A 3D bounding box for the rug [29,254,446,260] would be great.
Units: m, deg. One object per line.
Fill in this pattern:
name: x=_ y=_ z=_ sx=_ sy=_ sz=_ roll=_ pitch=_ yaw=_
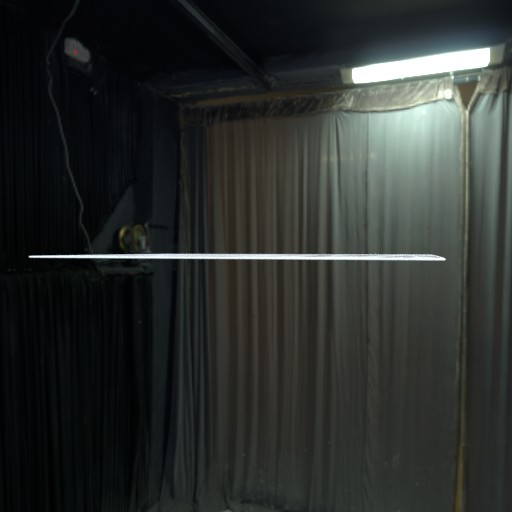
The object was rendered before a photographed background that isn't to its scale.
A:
rug: x=0.000 y=0.000 z=2.820 sx=2.142 sy=0.010 sz=1.533 roll=0 pitch=1 yaw=20
